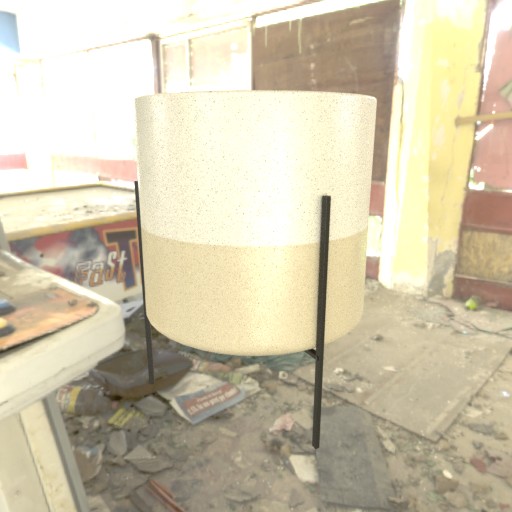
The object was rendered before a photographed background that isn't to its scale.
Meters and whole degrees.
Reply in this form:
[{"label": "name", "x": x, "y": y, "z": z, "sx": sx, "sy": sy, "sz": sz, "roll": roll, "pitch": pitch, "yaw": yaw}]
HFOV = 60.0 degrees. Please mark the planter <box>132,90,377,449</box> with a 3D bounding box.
[{"label": "planter", "x": 0.000, "y": 0.000, "z": 0.726, "sx": 0.359, "sy": 0.484, "sz": 0.368, "roll": -8, "pitch": 18, "yaw": -27}]
